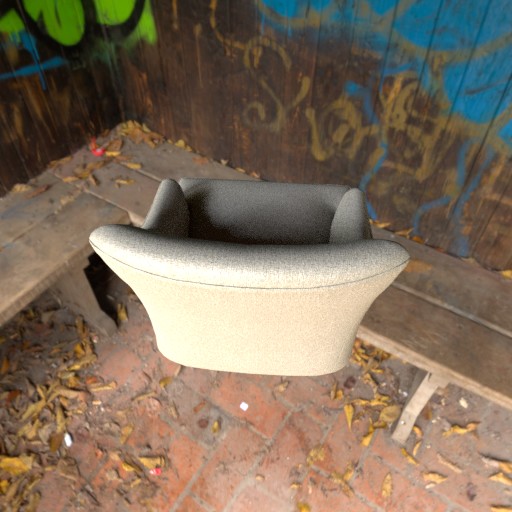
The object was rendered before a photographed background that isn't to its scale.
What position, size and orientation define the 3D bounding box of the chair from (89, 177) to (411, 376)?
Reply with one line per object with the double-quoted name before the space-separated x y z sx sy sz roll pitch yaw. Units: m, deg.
"chair" 0.000 0.000 1.657 0.864 0.856 0.923 3 47 3
